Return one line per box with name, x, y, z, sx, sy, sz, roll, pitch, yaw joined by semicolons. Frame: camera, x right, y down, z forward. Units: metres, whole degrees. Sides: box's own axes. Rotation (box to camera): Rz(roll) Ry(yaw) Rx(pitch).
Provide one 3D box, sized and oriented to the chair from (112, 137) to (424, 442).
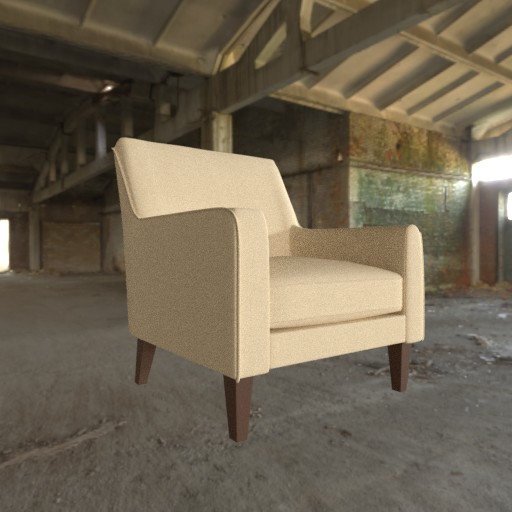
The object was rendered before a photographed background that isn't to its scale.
chair;0.000;0.000;1.621;0.780;0.919;0.899;-1;1;-36
